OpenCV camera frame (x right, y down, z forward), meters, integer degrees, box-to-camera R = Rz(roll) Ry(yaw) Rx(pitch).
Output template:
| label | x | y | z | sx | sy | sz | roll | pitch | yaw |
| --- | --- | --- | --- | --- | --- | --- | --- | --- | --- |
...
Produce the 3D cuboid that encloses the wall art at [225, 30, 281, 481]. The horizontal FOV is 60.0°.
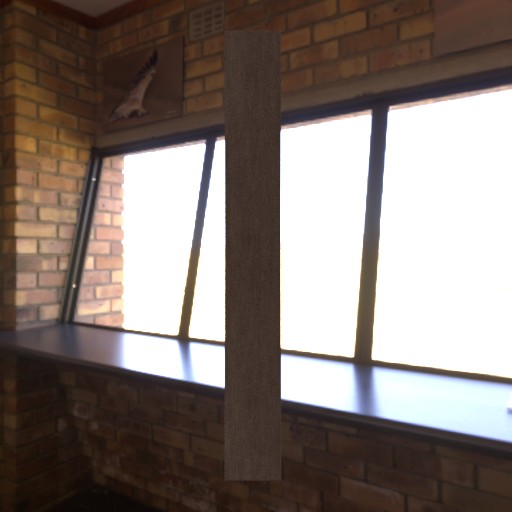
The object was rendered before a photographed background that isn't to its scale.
| label | x | y | z | sx | sy | sz | roll | pitch | yaw |
| --- | --- | --- | --- | --- | --- | --- | --- | --- | --- |
| wall art | 0.000 | 0.000 | 0.448 | 0.038 | 0.302 | 0.303 | 0 | 0 | 1 |
